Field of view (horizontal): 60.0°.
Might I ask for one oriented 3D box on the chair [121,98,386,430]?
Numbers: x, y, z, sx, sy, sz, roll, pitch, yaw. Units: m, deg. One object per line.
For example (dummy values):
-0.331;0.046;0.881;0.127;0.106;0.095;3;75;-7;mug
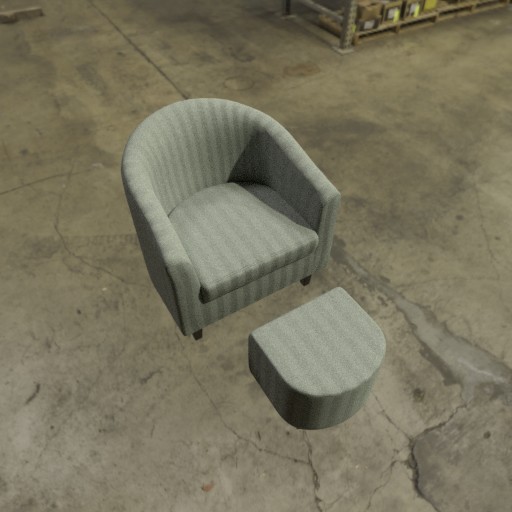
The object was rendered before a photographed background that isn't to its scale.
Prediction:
0.000;0.000;1.776;0.756;0.757;1.288;-24;52;-21;chair
